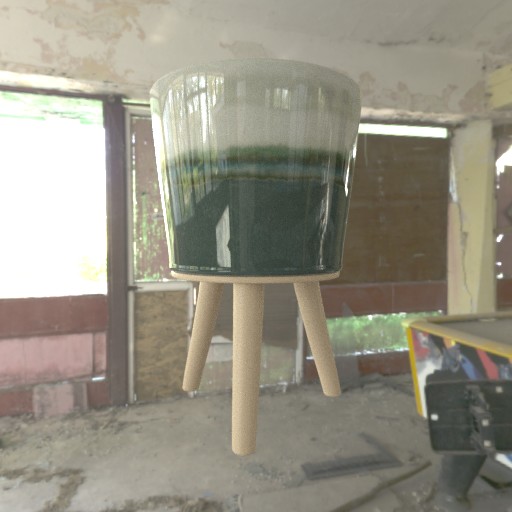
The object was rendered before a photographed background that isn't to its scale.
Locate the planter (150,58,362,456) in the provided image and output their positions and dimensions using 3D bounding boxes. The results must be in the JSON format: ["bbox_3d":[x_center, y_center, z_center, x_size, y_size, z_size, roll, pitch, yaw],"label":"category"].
[{"bbox_3d":[0.000,0.000,0.471,0.217,0.331,0.217,1,3,19],"label":"planter"}]
